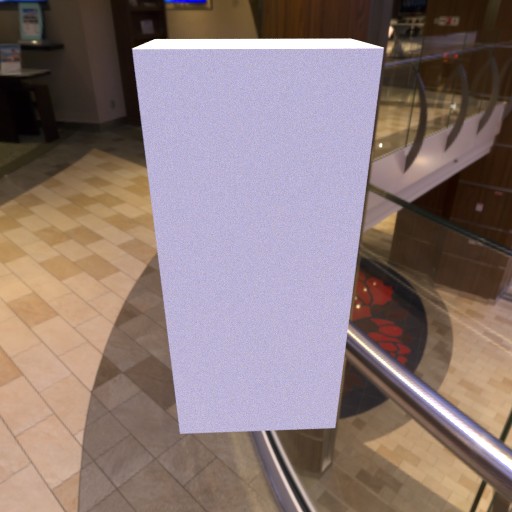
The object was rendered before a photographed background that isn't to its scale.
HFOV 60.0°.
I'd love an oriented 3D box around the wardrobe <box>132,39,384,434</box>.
[{"bbox_3d":[0.000,0.000,1.957,0.760,1.700,0.470,-1,29,-2],"label":"wardrobe"}]
